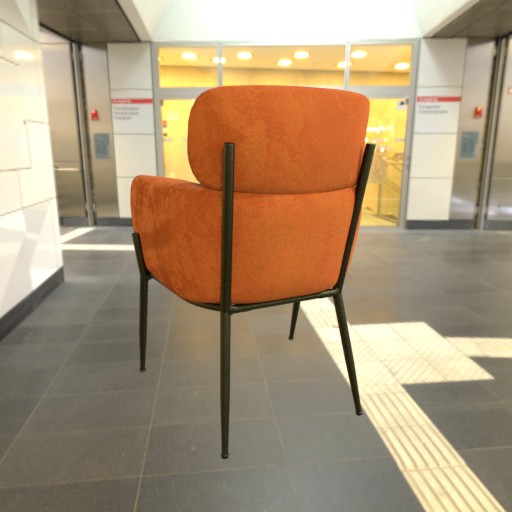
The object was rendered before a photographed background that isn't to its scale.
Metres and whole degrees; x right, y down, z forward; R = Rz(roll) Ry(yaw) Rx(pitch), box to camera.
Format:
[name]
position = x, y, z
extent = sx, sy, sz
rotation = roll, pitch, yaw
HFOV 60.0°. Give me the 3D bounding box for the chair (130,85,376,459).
[chair]
position = 0.000, 0.000, 1.146
extent = 0.561, 0.772, 0.523
rotation = -7, 15, -25
